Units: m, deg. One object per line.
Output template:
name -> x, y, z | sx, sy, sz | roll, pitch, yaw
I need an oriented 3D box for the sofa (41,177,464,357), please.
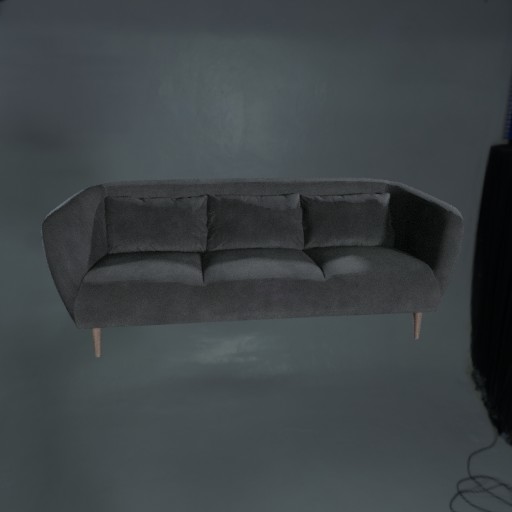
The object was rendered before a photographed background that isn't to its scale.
sofa -> 0.000, 0.000, 2.763 | 2.296, 0.875, 0.956 | -2, 16, -6
